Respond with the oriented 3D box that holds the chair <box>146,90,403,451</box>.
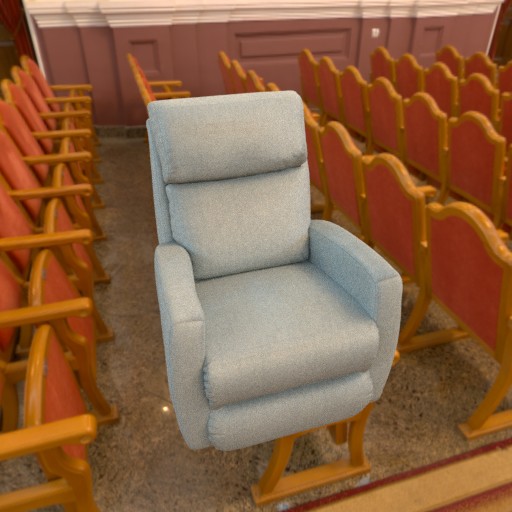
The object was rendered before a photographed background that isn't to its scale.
[{"bbox_3d":[0.000,0.000,1.670,0.794,1.016,0.940,-10,35,-14],"label":"chair"}]
